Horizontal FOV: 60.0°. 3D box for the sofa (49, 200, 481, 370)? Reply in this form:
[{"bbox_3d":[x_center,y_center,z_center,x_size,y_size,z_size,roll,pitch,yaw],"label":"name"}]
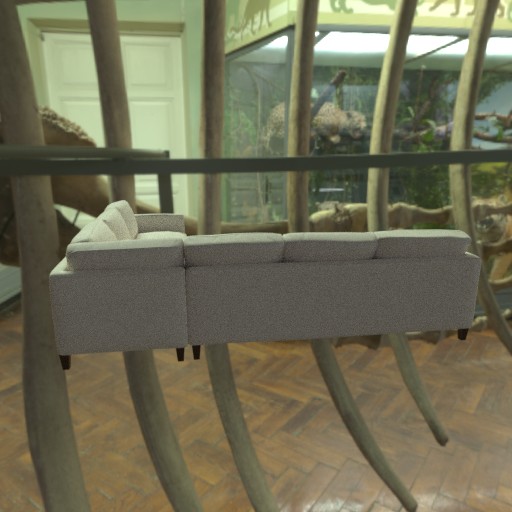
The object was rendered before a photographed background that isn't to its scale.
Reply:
[{"bbox_3d":[0.000,0.000,4.531,3.302,0.947,2.593,-2,15,-9],"label":"sofa"}]
